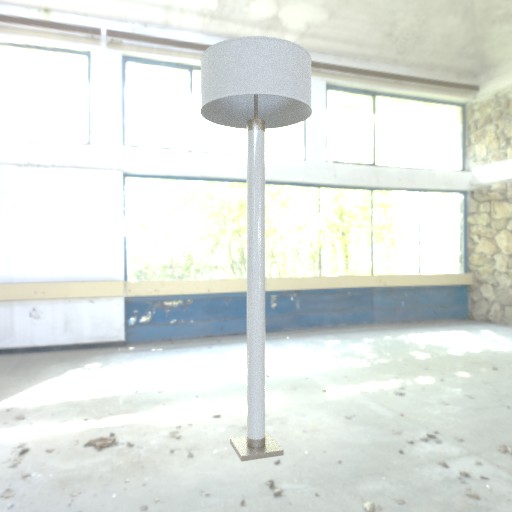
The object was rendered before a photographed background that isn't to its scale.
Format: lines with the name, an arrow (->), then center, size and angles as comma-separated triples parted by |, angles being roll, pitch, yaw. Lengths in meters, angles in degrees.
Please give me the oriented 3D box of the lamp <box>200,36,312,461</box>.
lamp -> 0.000, 0.000, 1.679 | 0.420, 1.475, 0.420 | 0, 0, -18
